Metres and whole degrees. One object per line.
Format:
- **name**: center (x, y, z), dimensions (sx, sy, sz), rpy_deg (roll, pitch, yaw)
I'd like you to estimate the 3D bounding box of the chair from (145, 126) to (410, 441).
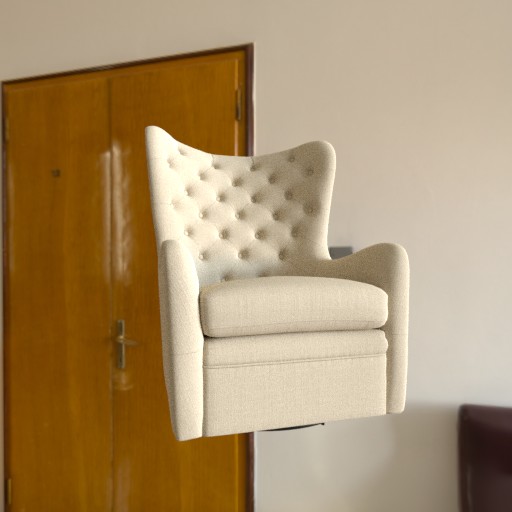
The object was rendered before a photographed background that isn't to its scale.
- **chair**: center (0.000, 0.000, 1.750), dimensions (0.831, 1.079, 0.929), rpy_deg (0, 1, -17)
